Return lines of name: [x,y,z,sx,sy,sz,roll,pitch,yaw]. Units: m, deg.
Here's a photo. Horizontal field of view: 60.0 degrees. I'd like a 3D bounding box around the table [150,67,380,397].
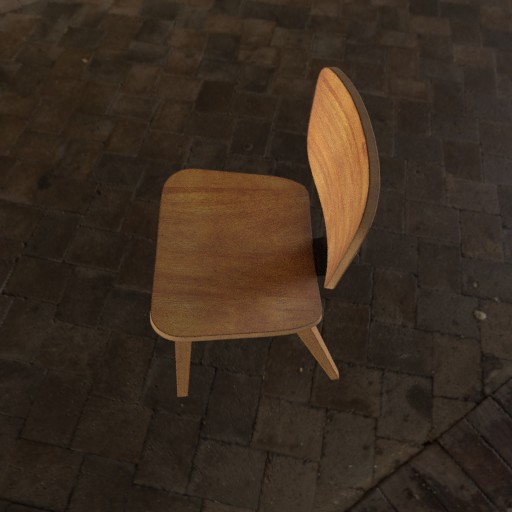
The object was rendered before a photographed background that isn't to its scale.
table: [0.000,0.000,1.125,0.500,0.805,0.499,-2,59,-1]
